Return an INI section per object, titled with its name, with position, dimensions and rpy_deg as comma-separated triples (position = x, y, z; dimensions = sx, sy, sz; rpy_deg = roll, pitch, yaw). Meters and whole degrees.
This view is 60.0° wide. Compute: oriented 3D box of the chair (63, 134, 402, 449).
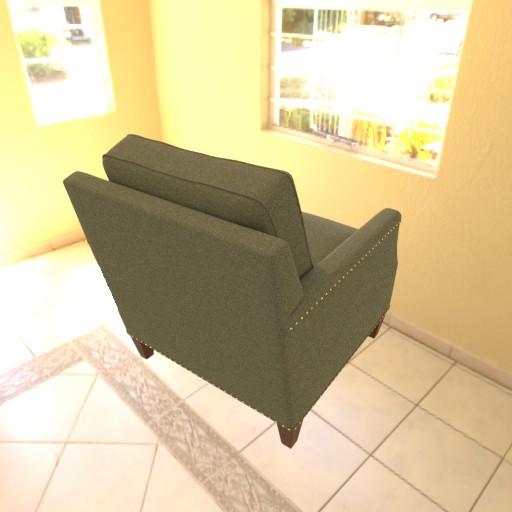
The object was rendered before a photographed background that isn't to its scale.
[chair]
position = 0.000, 0.000, 1.809
dimensions = 0.885, 1.031, 1.031
rpy_deg = 21, 36, 31
